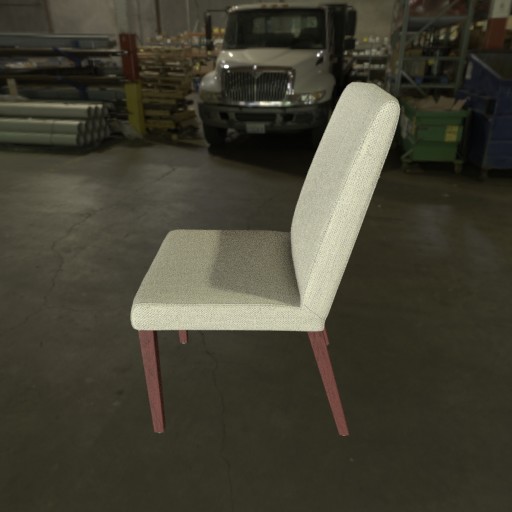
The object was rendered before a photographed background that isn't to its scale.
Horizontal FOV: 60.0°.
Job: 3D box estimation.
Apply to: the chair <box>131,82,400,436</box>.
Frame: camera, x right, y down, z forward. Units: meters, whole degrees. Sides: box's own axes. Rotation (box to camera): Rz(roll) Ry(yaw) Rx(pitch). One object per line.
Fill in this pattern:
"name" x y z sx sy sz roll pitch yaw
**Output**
"chair" 0.000 0.000 1.241 0.594 0.900 0.480 0 25 1
